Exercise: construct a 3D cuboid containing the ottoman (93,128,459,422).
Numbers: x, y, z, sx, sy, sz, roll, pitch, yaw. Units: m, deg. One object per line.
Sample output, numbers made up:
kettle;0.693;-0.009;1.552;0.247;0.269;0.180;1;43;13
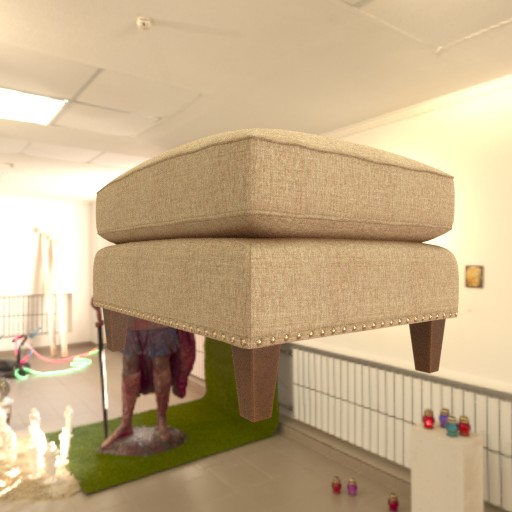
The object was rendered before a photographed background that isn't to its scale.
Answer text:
ottoman;0.000;0.000;1.100;0.584;0.513;0.741;0;0;-37
